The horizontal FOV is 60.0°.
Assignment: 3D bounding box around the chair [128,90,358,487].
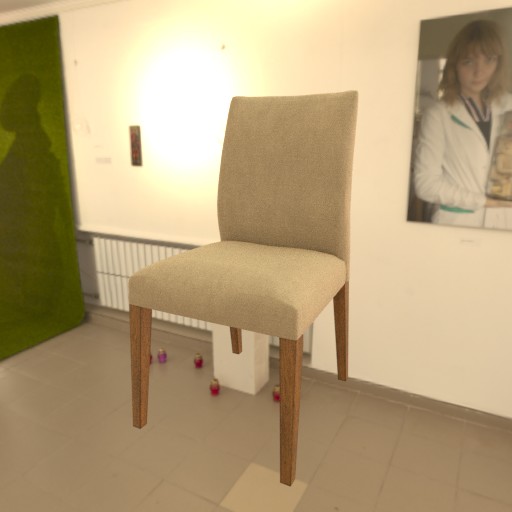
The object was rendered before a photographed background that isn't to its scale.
[{"bbox_3d":[0.000,0.000,1.299,0.496,0.940,0.585,8,17,27],"label":"chair"}]
